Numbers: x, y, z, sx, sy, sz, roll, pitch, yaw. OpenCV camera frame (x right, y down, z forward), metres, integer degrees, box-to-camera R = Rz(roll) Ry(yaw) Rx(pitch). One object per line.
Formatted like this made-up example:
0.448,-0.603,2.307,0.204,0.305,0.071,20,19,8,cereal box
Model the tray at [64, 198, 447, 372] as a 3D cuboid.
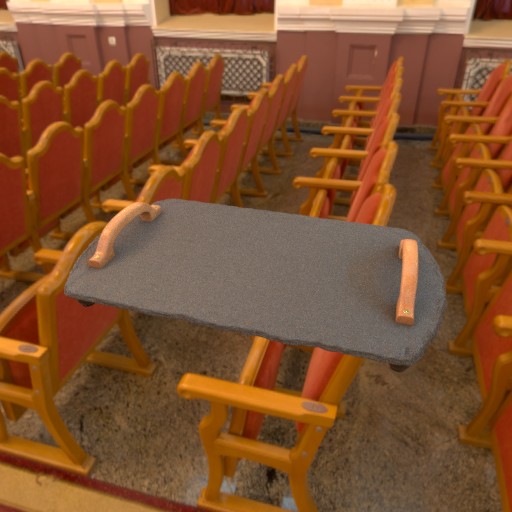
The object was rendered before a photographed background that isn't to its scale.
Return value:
0.000,0.000,0.476,0.387,0.062,0.231,9,33,14,tray
